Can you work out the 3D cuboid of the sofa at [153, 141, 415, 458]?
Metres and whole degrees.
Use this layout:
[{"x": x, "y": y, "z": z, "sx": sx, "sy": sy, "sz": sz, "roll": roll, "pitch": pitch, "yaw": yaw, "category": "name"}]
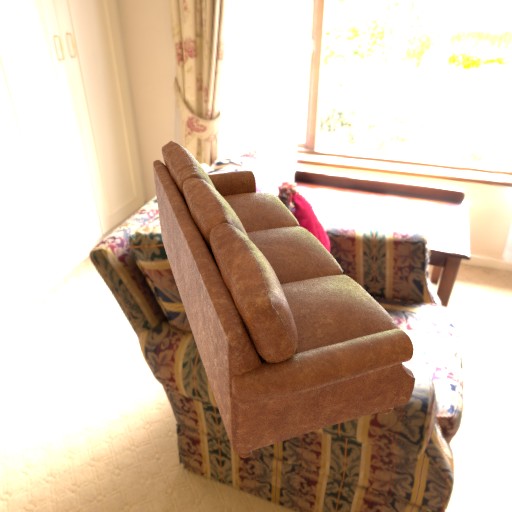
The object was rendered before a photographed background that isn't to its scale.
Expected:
[{"x": 0.000, "y": 0.000, "z": 2.864, "sx": 0.973, "sy": 0.977, "sz": 2.351, "roll": -10, "pitch": 33, "yaw": -16, "category": "sofa"}]
